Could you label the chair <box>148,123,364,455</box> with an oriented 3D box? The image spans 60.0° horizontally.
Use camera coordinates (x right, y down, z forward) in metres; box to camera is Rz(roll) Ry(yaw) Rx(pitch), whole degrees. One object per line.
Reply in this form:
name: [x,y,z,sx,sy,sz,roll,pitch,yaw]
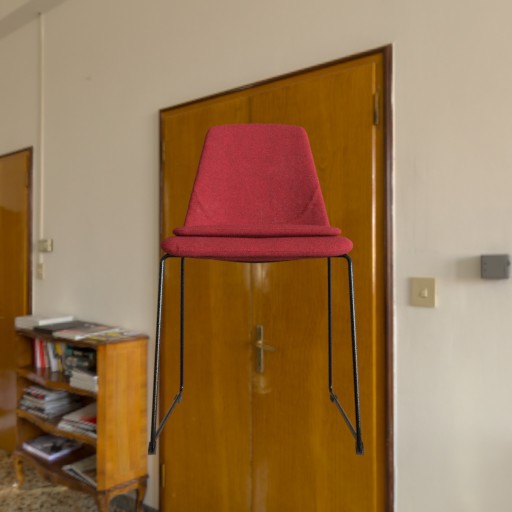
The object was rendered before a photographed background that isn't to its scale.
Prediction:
chair: [0.000,0.000,1.181,0.479,0.858,0.518,0,-1,0]
